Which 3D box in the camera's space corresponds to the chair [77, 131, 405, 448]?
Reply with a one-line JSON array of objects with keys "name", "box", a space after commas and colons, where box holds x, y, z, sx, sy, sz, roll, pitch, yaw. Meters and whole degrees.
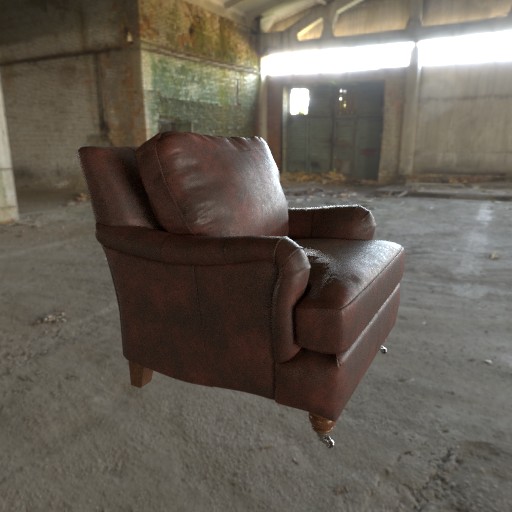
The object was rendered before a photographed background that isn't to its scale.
[{"name": "chair", "box": [0.000, 0.000, 1.961, 1.156, 1.051, 0.987, 8, 16, 27]}]
